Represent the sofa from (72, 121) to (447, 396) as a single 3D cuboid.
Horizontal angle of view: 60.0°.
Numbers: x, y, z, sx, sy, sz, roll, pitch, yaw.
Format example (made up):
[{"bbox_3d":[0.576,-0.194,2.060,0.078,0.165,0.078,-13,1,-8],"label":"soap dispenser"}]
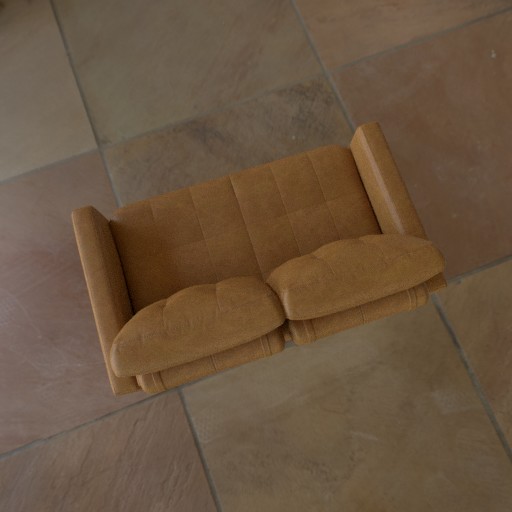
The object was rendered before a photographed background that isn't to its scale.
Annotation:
[{"bbox_3d":[0.000,0.000,1.973,1.430,0.898,0.868,-17,77,-4],"label":"sofa"}]
